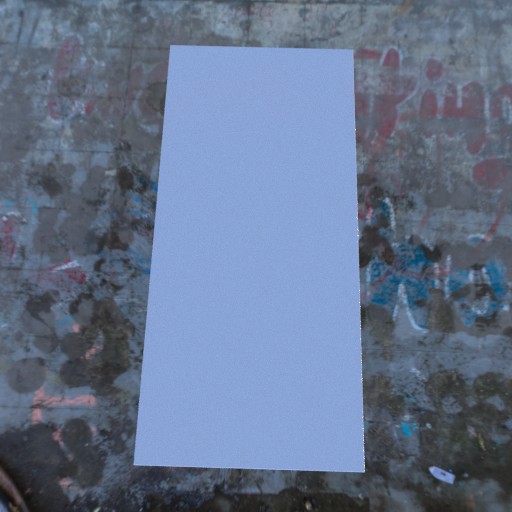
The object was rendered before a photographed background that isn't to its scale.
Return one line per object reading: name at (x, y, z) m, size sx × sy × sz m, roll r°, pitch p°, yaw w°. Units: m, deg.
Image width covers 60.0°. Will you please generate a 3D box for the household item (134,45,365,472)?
household item at (0.000, 0.000, 2.099) m, size 0.800 × 0.745 × 1.700 m, roll 2°, pitch 76°, yaw 0°
